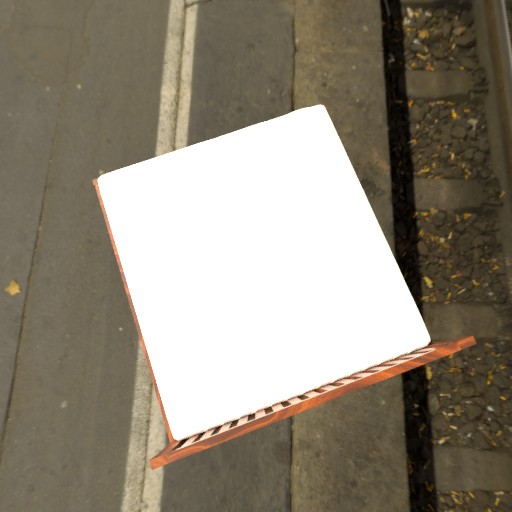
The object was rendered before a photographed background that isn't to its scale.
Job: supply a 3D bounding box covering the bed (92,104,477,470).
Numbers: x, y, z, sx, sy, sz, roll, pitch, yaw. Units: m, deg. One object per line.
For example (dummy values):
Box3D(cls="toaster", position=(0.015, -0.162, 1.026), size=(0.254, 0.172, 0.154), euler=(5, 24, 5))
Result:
Box3D(cls="bed", position=(0.000, 0.000, 3.084), size=(1.905, 0.890, 2.030), euler=(-19, 76, -5))
